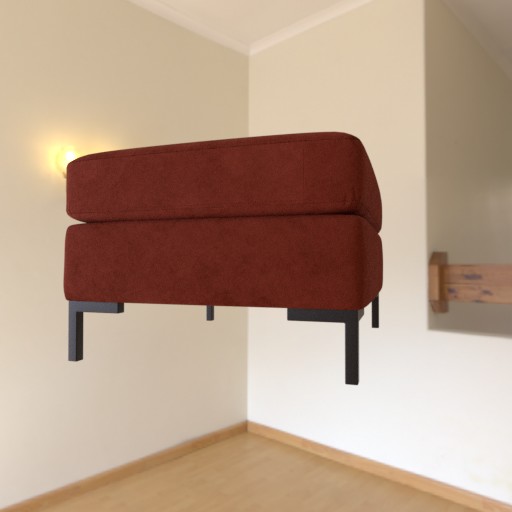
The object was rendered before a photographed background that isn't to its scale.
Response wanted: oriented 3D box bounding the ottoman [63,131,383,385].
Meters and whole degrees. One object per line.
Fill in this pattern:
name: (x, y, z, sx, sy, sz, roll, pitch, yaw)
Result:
ottoman: (0.000, 0.000, 1.211, 0.650, 0.462, 0.782, 0, -1, 18)
